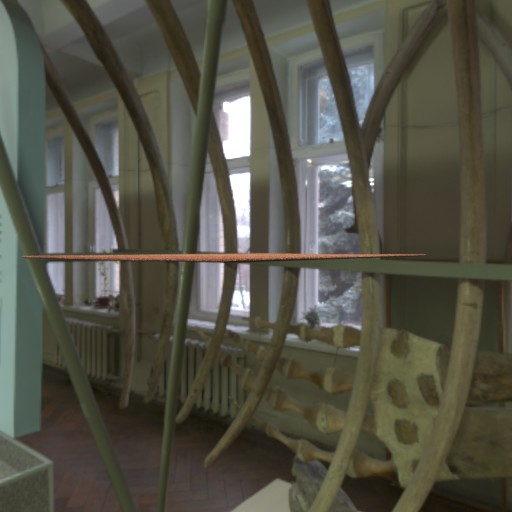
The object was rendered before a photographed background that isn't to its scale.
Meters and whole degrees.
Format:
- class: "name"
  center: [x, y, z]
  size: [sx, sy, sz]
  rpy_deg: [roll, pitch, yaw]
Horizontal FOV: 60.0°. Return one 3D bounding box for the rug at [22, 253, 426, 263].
- class: "rug"
  center: [0.000, 0.000, 2.203]
  size: [1.139, 0.011, 1.747]
  rpy_deg: [1, 1, 37]
